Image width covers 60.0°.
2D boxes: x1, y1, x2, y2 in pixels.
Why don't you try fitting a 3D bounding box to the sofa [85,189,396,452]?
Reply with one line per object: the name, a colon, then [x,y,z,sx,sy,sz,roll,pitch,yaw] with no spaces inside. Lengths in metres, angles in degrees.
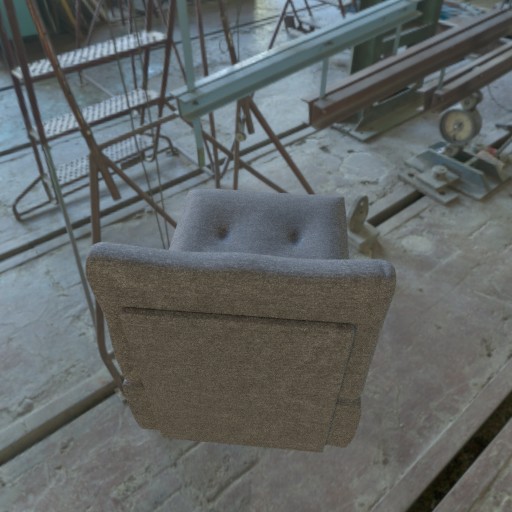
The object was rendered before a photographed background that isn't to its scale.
sofa: [0.000,0.000,1.530,0.700,0.820,1.000,4,45,4]
